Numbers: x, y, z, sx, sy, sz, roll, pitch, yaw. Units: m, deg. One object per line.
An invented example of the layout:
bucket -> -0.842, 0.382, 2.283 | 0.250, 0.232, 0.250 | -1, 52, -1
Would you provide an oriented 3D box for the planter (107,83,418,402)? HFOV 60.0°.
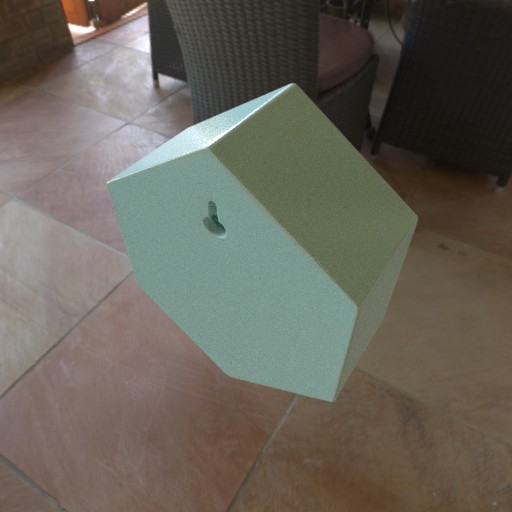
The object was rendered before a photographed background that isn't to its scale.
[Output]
planter -> 0.000, 0.000, 0.294 | 0.169, 0.207, 0.078 | 26, 52, 23
